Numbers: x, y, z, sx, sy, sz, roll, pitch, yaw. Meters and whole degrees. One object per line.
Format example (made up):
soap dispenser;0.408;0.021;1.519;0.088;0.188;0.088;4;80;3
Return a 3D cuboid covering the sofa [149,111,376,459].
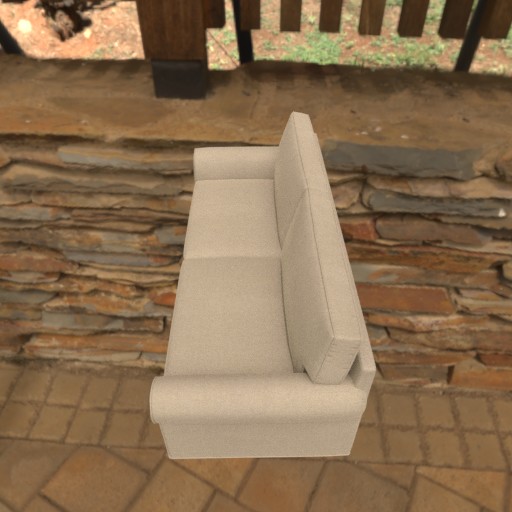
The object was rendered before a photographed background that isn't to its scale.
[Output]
sofa;0.000;0.000;2.624;0.901;0.962;2.146;-1;42;-1
